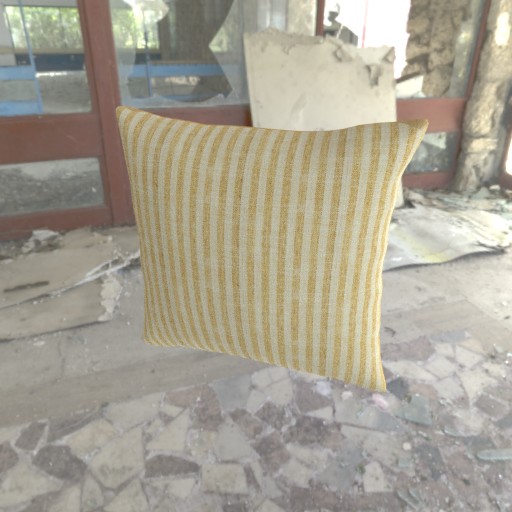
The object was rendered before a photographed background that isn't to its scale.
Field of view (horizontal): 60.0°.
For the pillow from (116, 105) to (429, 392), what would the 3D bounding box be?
[{"bbox_3d":[0.000,0.000,0.650,0.419,0.407,0.173,8,27,15],"label":"pillow"}]
